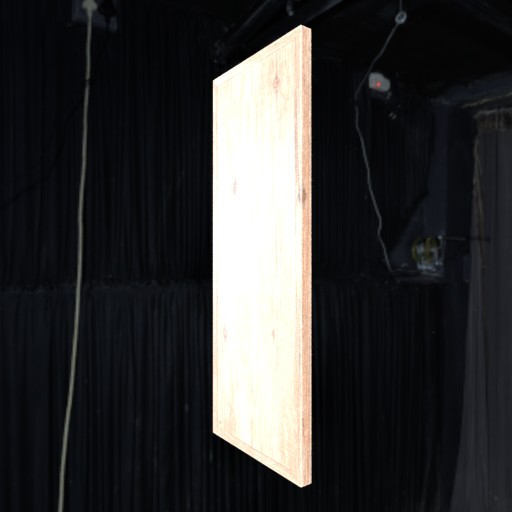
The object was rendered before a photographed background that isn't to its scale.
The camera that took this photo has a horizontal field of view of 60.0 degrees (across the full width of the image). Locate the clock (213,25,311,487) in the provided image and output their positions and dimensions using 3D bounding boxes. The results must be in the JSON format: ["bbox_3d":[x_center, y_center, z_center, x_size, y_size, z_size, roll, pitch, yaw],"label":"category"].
[{"bbox_3d":[0.000,0.000,1.078,0.030,0.965,0.361,0,0,-36],"label":"clock"}]
